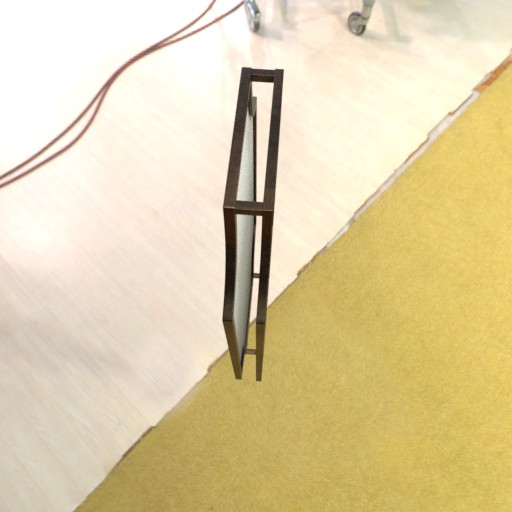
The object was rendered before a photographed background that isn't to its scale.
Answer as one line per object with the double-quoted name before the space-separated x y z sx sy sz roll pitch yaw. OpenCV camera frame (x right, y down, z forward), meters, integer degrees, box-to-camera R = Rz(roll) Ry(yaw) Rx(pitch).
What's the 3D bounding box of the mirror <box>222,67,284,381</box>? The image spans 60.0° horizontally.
"mirror" 0.000 0.000 0.995 0.066 0.811 0.462 4 64 2
